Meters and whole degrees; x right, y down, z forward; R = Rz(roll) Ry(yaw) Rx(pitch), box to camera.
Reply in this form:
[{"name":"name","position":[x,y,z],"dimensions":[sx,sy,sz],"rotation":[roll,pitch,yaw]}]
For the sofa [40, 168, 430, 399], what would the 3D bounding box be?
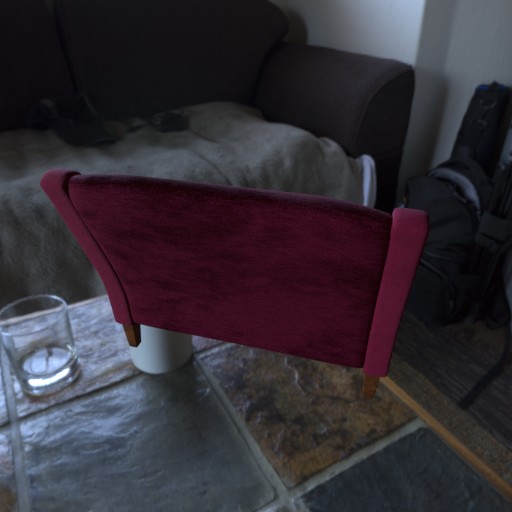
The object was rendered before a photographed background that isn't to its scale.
[{"name":"sofa","position":[0.000,0.000,1.942],"dimensions":[1.242,0.976,0.946],"rotation":[9,33,14]}]
